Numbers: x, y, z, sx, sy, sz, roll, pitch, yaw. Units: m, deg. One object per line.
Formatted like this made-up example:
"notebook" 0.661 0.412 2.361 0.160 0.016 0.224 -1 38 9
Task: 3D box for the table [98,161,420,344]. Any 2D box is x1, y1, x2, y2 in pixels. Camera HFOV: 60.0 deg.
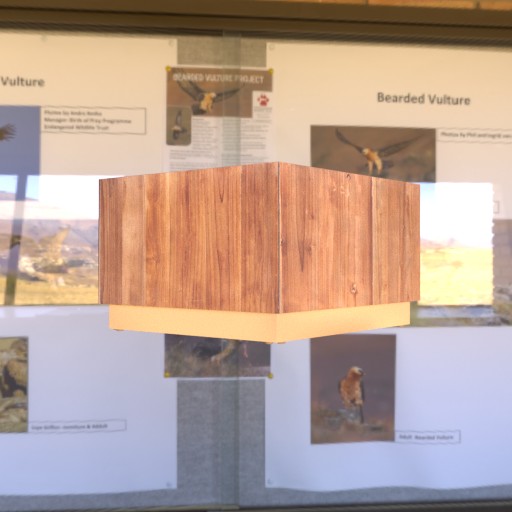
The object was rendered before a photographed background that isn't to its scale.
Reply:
"table" 0.000 0.000 1.656 1.154 0.456 1.000 0 0 -36
